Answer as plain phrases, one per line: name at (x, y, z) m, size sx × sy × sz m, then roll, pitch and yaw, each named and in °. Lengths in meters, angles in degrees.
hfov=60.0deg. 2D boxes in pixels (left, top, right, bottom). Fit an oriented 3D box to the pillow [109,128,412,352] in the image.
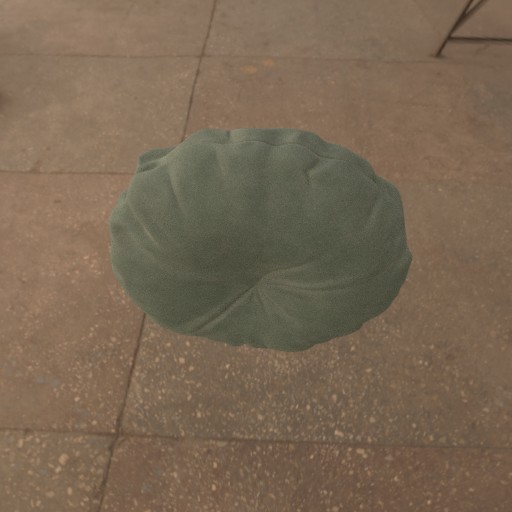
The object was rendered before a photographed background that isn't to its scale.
pillow at (0.000, 0.000, 0.640) m, size 0.428 × 0.407 × 0.148 m, roll 3°, pitch 49°, yaw 3°
